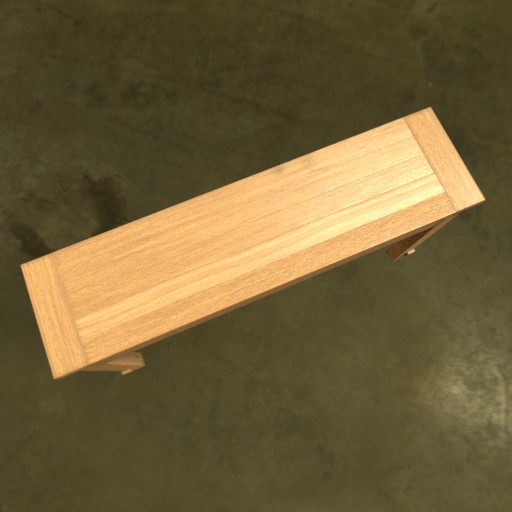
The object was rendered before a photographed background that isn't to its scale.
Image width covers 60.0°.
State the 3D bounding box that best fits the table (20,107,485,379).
[{"bbox_3d":[0.000,0.000,1.923,1.599,0.762,0.442,-22,76,-6],"label":"table"}]
